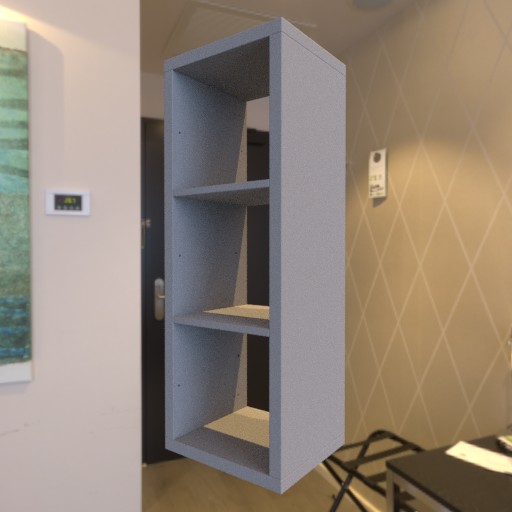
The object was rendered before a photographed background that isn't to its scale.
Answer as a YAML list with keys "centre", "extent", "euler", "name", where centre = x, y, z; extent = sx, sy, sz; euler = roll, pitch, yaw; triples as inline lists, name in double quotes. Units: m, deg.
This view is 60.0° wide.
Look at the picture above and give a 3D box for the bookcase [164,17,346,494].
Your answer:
- centre: [0.000, 0.000, 1.250]
  extent: [0.390, 1.080, 0.330]
  euler: [1, 1, 37]
  name: "bookcase"
